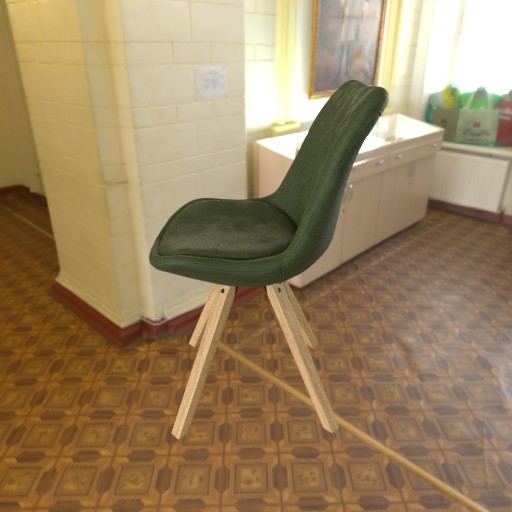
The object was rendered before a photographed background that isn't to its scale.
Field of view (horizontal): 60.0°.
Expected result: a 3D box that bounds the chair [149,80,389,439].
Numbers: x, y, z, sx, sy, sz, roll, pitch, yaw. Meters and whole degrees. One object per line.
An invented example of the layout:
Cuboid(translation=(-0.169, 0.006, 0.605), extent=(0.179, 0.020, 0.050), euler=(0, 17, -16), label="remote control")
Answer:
Cuboid(translation=(0.000, 0.000, 1.188), extent=(0.547, 0.865, 0.483), euler=(0, 25, -1), label="chair")
